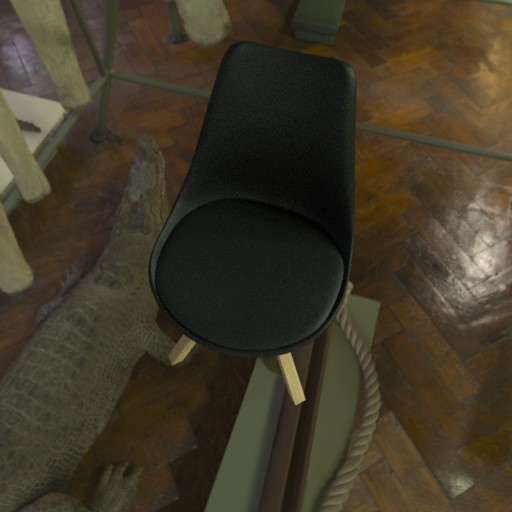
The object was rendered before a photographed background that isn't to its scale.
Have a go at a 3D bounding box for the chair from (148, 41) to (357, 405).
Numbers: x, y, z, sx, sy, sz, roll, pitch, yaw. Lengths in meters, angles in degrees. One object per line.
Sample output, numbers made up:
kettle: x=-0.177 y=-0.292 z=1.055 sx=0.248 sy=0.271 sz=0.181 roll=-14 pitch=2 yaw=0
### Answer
chair: x=0.000 y=0.000 z=1.159 sx=0.485 sy=0.850 sz=0.549 roll=15 pitch=61 yaw=9
